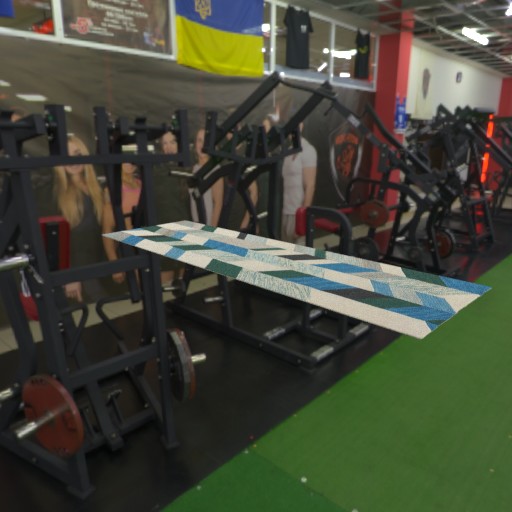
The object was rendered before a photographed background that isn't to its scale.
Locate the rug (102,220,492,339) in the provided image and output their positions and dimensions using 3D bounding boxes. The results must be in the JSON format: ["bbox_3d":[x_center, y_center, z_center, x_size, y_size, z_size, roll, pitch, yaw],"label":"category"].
[{"bbox_3d":[0.000,0.000,2.691,2.437,0.008,0.774,15,21,43],"label":"rug"}]
